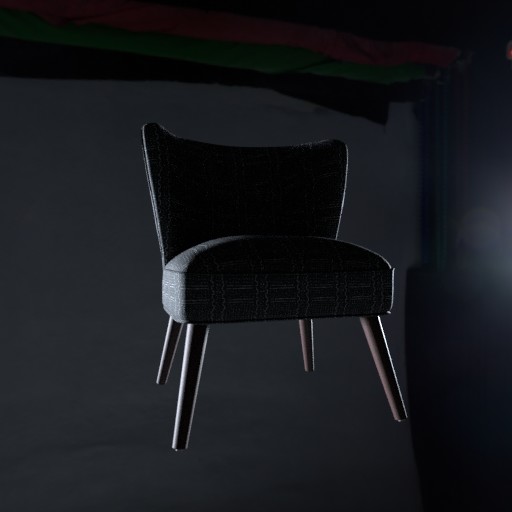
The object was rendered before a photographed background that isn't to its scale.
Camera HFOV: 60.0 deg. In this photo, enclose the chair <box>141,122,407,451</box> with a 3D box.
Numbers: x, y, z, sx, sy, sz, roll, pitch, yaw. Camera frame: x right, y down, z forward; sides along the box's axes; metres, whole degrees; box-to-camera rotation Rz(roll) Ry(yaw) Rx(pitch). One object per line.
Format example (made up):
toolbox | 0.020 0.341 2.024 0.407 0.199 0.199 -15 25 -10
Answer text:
chair | 0.000 0.000 1.422 0.710 0.866 0.758 0 0 -18
